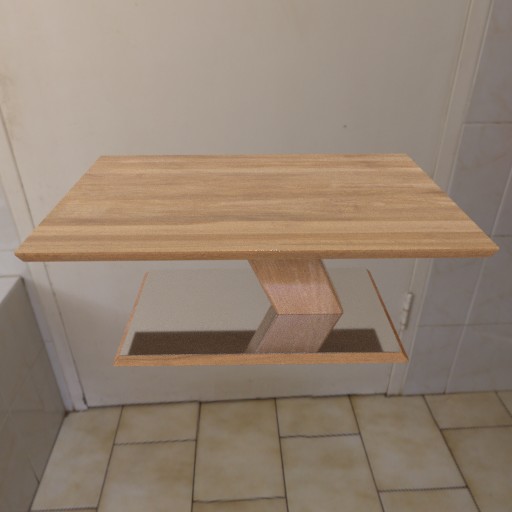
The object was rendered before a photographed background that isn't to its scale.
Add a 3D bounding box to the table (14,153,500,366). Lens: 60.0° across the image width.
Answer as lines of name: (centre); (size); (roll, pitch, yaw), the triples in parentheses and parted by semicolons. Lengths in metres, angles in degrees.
table: (0.000, 0.000, 1.411); (1.100, 0.441, 0.692); (-1, 31, -1)
